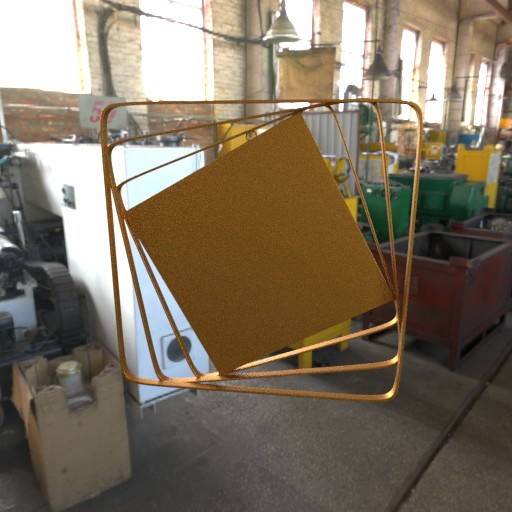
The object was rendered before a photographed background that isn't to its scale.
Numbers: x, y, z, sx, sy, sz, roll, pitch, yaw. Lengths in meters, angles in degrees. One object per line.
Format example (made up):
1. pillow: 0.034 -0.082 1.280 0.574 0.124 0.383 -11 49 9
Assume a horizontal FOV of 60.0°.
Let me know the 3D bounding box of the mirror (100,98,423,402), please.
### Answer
1. mirror: 0.000 0.000 0.702 0.470 0.468 0.045 2 15 7
